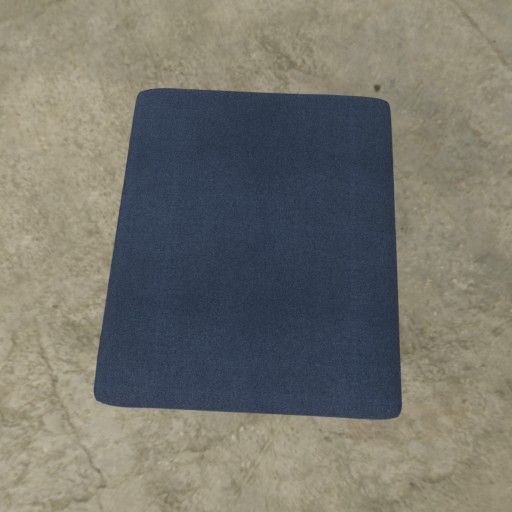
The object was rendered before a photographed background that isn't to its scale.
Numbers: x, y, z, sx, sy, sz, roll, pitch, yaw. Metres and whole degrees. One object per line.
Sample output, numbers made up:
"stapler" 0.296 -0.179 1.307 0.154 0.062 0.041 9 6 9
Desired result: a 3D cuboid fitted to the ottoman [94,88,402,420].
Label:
"ottoman" 0.000 0.000 1.245 0.693 0.474 0.821 3 74 1
